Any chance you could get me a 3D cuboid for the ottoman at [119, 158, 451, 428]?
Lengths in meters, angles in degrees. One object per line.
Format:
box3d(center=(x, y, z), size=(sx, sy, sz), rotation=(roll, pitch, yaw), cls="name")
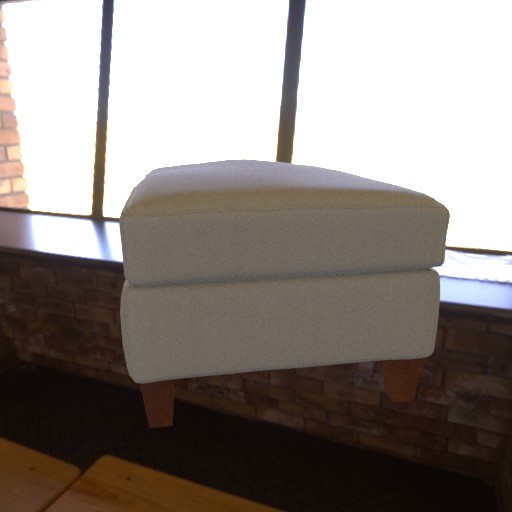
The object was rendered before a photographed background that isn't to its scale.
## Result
box3d(center=(0.000, 0.000, 1.208), size=(0.634, 0.496, 0.818), rotation=(-3, 16, -9), cls="ottoman")
